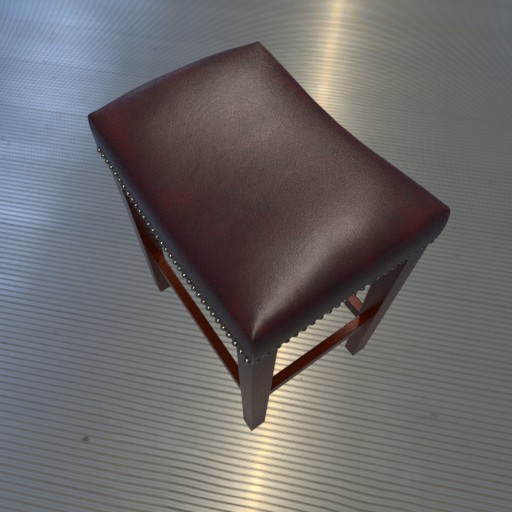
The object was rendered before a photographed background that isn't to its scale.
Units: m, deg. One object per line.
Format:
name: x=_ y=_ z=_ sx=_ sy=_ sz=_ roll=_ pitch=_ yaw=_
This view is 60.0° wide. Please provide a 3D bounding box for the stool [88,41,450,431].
stool: x=0.000 y=0.000 z=0.954 sx=0.372 sy=0.657 sz=0.504 roll=-31 pitch=64 yaw=-17
